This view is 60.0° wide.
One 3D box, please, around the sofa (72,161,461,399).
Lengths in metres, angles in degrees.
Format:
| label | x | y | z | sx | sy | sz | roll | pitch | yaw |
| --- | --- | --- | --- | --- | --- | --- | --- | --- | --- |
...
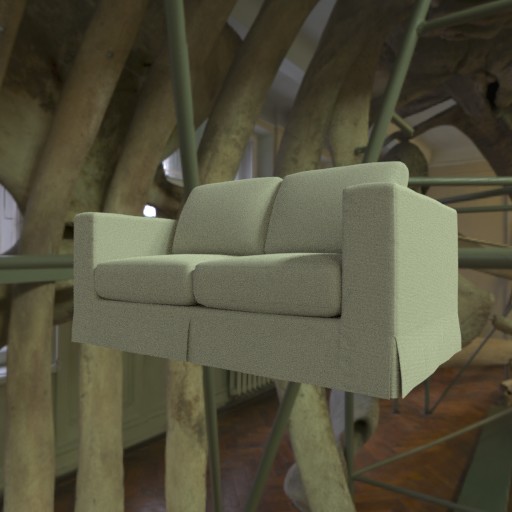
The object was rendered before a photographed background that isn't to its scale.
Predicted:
| label | x | y | z | sx | sy | sz | roll | pitch | yaw |
| --- | --- | --- | --- | --- | --- | --- | --- | --- | --- |
| sofa | 0.000 | 0.000 | 2.328 | 1.813 | 0.932 | 1.009 | 0 | -1 | 35 |
